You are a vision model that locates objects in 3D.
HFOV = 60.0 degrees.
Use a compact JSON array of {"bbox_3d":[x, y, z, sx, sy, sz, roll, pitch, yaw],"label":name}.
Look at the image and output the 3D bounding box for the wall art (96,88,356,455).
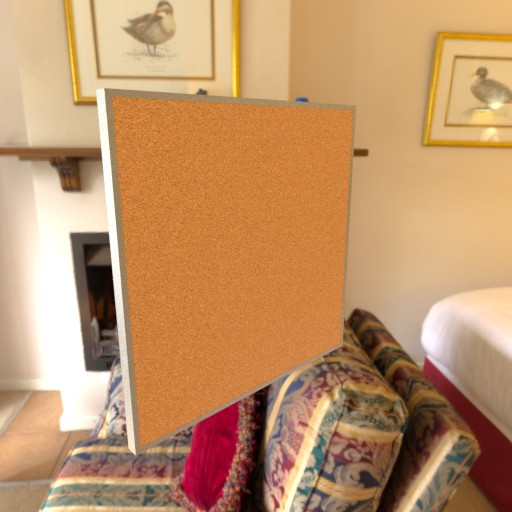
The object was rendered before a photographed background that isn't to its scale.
[{"bbox_3d":[0.000,0.000,1.209,0.809,0.807,0.038,-14,21,-41],"label":"wall art"}]
